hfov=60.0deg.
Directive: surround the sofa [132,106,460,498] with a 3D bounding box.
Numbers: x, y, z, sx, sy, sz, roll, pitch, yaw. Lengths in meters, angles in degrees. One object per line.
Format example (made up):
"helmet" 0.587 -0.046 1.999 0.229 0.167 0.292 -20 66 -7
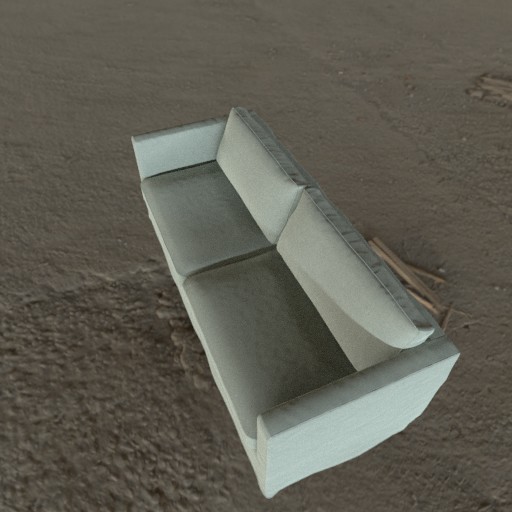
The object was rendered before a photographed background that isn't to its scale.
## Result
"sofa" 0.000 0.000 2.698 0.962 0.853 2.312 -18 50 -16
